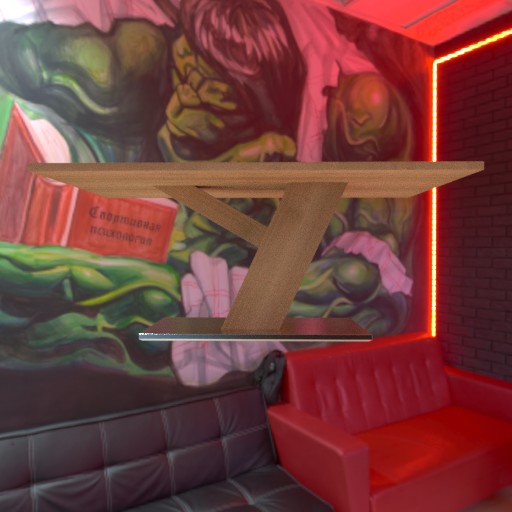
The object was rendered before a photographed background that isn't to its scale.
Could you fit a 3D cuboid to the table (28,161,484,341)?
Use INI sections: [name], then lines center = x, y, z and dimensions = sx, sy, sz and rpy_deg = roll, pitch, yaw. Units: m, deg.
[table]
center = 0.000, 0.000, 2.202
dimensions = 1.800, 0.750, 0.900
rpy_deg = 0, 1, 1
